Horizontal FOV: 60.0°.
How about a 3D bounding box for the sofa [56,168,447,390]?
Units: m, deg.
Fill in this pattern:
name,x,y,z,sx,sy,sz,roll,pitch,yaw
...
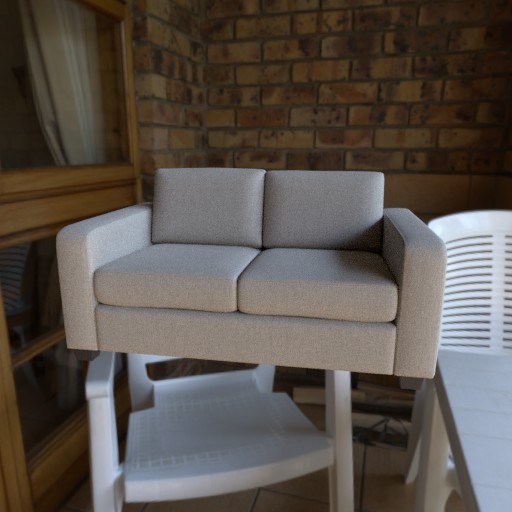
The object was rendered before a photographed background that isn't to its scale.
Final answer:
name,x,y,z,sx,sy,sz,roll,pitch,yaw
sofa,0.000,0.000,2.130,1.540,0.800,0.900,2,14,10
